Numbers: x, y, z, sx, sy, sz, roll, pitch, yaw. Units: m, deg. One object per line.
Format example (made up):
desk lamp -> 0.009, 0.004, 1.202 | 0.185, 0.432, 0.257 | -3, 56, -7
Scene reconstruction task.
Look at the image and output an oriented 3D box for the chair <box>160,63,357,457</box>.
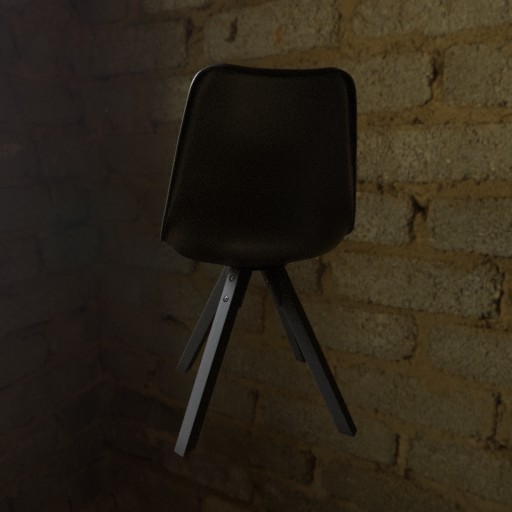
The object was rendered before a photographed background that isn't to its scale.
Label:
chair -> 0.000, 0.000, 1.164 | 0.485, 0.850, 0.530 | -2, 13, -10
